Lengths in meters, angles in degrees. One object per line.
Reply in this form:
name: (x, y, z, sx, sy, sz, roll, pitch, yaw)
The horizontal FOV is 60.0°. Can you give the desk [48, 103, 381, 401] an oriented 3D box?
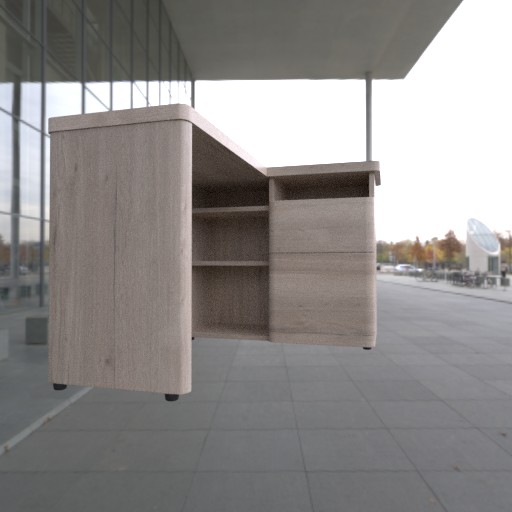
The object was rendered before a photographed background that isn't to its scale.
desk: (0.000, 0.000, 1.673, 0.900, 0.760, 1.169, 0, -1, 16)
